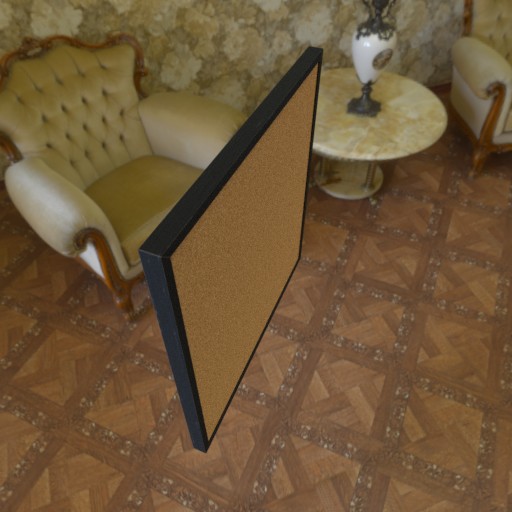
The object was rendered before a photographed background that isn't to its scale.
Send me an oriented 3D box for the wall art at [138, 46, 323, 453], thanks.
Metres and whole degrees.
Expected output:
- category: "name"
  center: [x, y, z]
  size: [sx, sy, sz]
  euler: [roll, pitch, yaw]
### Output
- category: "wall art"
  center: [0.000, 0.000, 1.133]
  size: [0.037, 0.761, 0.761]
  euler: [17, 49, 15]
